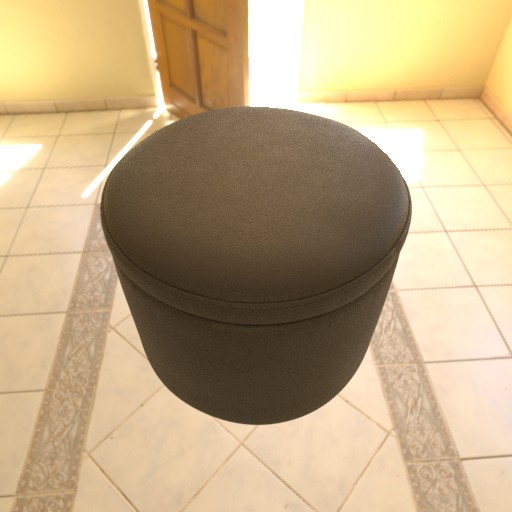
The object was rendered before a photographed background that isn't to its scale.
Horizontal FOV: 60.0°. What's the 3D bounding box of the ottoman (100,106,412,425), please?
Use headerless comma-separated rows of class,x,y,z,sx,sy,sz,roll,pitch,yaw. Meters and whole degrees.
ottoman,0.000,0.000,0.846,0.500,0.409,0.500,0,47,0
